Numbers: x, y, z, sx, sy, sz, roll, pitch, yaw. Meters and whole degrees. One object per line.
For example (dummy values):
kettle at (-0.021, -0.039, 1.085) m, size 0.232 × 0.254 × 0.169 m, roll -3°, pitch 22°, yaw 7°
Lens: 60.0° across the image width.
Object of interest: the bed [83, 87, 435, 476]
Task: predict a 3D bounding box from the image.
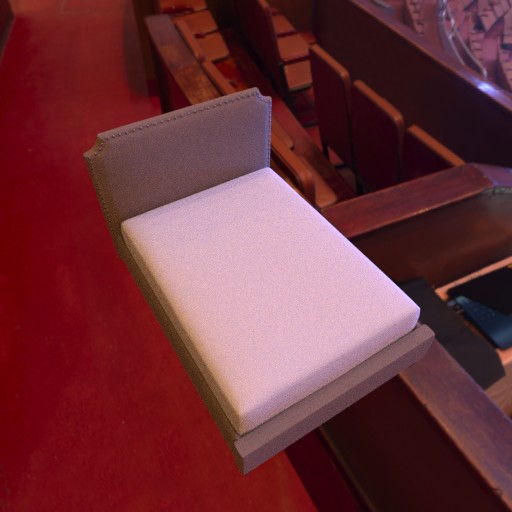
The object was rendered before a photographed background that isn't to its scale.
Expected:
bed at (0.000, 0.000, 3.484) m, size 1.713 × 1.443 × 2.372 m, roll -25°, pitch 52°, yaw -21°
